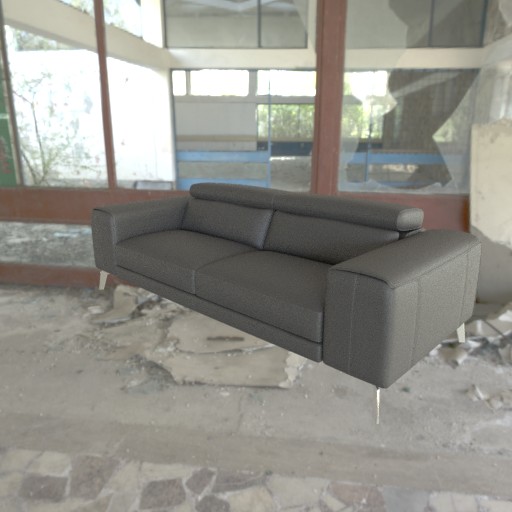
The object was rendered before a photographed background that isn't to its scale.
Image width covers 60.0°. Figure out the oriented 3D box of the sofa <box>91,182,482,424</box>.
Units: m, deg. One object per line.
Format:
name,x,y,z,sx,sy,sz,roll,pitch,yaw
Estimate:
sofa,0.000,0.000,2.766,2.321,0.759,1.023,15,22,41
